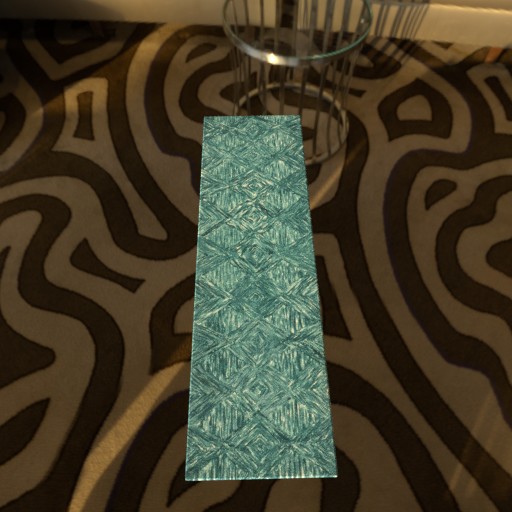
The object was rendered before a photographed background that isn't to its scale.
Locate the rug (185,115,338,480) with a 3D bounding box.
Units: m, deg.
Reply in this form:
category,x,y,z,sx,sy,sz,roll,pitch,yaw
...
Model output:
category,x,y,z,sx,sy,sz,roll,pitch,yaw
rug,0.000,0.000,2.540,0.676,0.016,2.286,-1,59,-1
